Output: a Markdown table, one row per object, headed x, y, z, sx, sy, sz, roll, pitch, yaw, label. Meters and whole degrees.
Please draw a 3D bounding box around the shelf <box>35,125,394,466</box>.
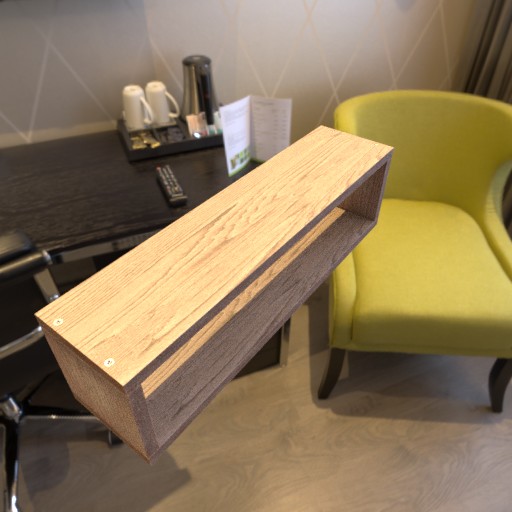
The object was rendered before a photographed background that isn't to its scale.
| x | y | z | sx | sy | sz | roll | pitch | yaw | label |
| --- | --- | --- | --- | --- | --- | --- | --- | --- | --- |
| 0.000 | 0.000 | 0.694 | 0.150 | 0.170 | 0.610 | 27 | 47 | 27 | shelf |
